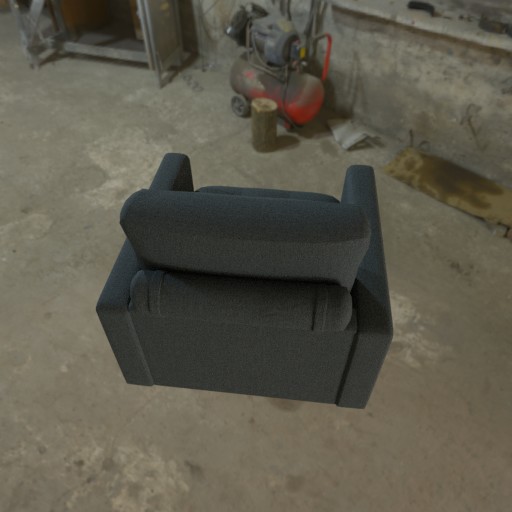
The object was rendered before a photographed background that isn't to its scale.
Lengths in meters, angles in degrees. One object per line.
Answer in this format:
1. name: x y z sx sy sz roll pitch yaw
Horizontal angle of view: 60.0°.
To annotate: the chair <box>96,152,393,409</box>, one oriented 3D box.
1. chair: 0.000 0.000 1.539 0.821 0.880 0.843 5 46 5
